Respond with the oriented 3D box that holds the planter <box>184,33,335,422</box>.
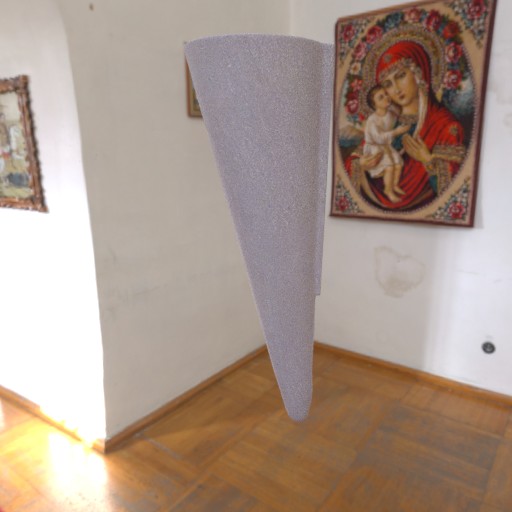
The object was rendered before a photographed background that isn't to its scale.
[{"bbox_3d":[0.000,0.000,0.300,0.087,0.259,0.078,-2,14,-8],"label":"planter"}]
